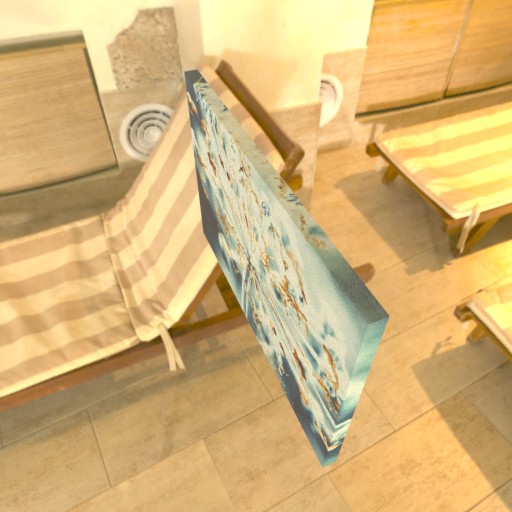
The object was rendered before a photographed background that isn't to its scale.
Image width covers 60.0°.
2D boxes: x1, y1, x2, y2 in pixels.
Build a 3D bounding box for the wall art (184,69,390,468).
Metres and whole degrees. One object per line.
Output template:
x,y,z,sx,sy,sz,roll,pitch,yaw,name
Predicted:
0.000,0.000,1.157,0.038,0.608,0.912,-17,49,-16,wall art
